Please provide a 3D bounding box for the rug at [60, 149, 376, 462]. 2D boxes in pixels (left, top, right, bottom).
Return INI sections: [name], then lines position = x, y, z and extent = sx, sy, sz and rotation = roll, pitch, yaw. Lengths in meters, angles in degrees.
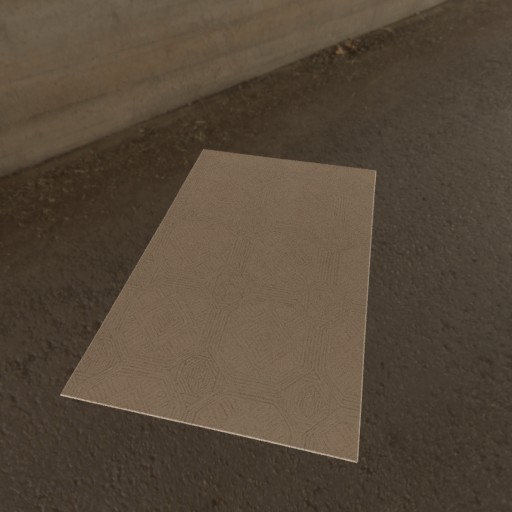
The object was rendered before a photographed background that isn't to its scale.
[rug]
position = 0.000, 0.000, 3.016
extent = 1.524, 0.008, 2.440
rotation = 9, 46, 9
